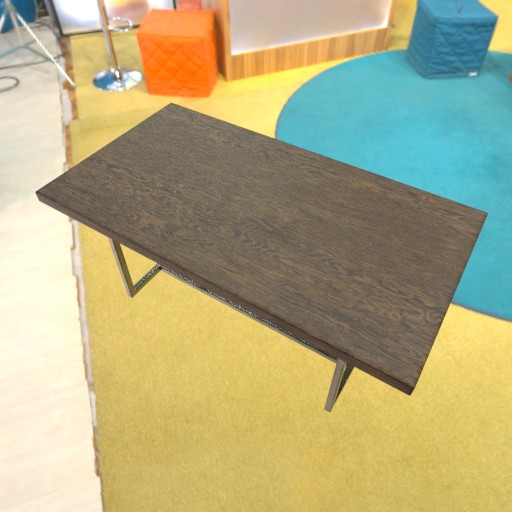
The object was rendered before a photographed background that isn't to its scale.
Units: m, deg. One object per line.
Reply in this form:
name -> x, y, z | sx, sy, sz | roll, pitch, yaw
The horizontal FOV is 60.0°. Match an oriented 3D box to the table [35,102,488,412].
table -> 0.000, 0.000, 2.496 | 1.989, 0.795, 1.078 | 25, 52, 21
